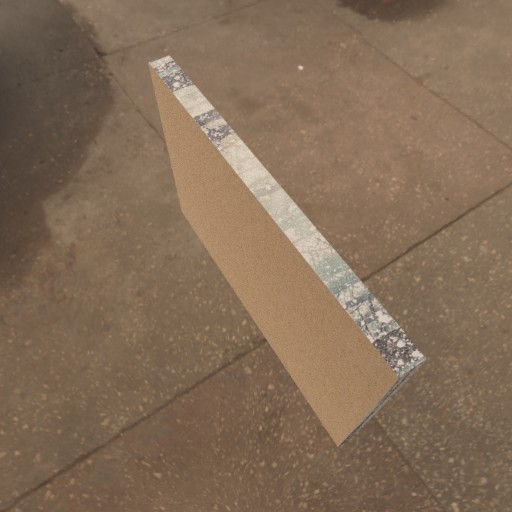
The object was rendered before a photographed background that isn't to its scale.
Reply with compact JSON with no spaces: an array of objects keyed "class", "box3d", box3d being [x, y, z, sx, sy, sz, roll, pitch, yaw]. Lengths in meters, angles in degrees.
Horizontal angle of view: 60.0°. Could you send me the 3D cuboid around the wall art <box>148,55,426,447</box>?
[{"class":"wall art","box3d":[0.000,0.000,0.762,0.042,0.398,0.618,-27,61,-16]}]
